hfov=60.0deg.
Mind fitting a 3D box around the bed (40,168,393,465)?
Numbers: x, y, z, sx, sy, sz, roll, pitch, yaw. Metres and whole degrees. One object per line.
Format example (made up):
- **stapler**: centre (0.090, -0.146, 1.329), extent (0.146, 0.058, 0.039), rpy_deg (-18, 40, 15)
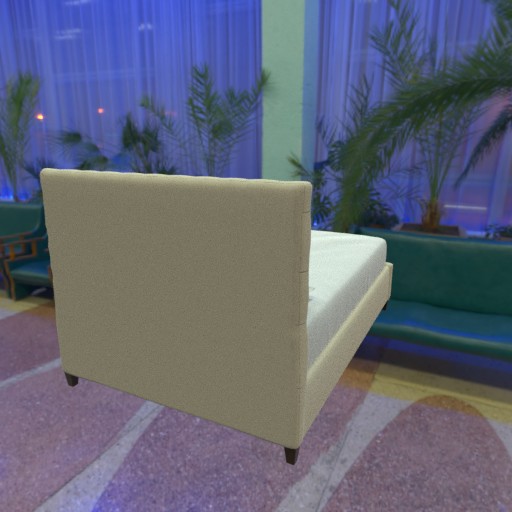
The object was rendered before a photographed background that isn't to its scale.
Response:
- **bed**: centre (0.000, 0.000, 3.419), extent (1.698, 1.427, 2.387), rpy_deg (8, 17, 26)
